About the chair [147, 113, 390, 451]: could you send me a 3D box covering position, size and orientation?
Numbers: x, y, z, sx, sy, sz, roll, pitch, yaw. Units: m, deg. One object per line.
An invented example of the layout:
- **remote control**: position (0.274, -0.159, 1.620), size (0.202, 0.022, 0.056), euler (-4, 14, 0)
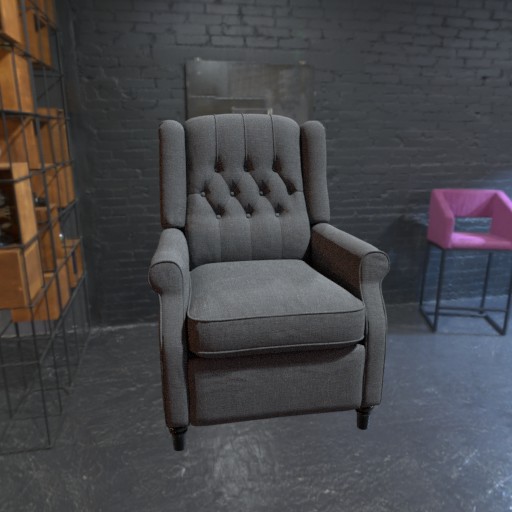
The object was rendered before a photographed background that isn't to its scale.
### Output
- **chair**: position (0.000, 0.000, 1.642), size (0.742, 1.035, 0.898), euler (-3, 16, -9)
